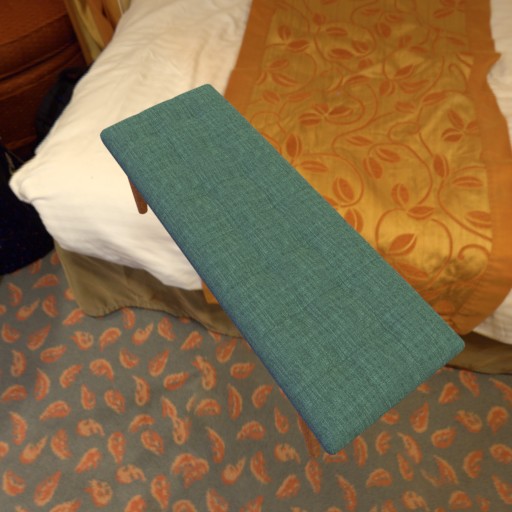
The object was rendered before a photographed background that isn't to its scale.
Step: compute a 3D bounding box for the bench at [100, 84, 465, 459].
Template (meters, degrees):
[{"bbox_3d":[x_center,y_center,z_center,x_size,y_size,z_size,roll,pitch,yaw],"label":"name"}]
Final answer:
[{"bbox_3d":[0.000,0.000,1.336,0.406,0.432,1.118,-31,64,-17],"label":"bench"}]
